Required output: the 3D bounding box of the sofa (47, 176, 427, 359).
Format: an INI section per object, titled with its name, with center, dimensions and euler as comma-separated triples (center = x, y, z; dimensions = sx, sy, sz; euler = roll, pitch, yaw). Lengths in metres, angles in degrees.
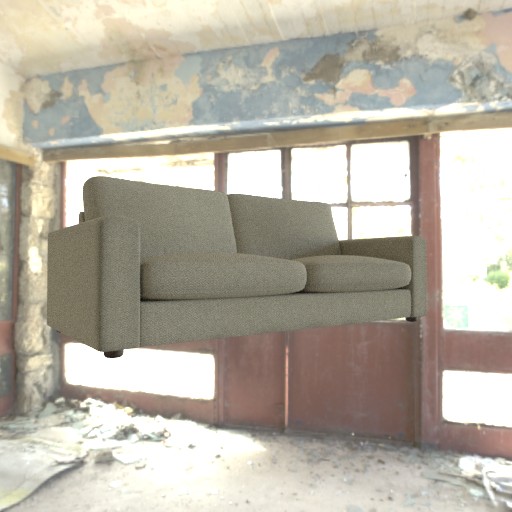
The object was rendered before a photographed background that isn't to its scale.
[sofa]
center = 0.000, 0.000, 2.725
dimensions = 2.179, 0.873, 1.016
euler = 1, -2, -36
